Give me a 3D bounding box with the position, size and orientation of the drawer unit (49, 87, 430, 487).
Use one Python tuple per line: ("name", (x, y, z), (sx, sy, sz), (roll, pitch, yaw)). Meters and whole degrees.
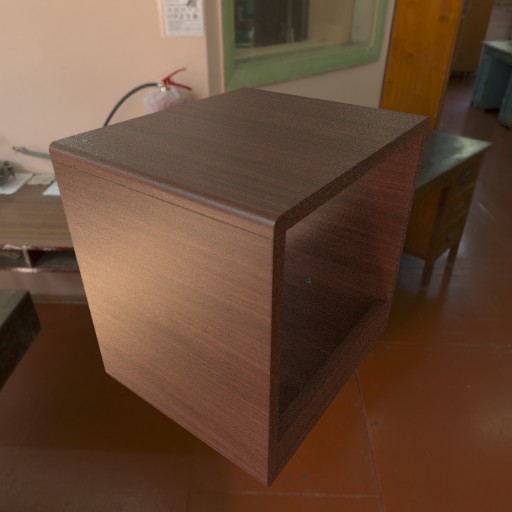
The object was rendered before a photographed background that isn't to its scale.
("drawer unit", (0.000, 0.000, 0.606), (0.290, 0.351, 0.349), (22, 38, 30))
